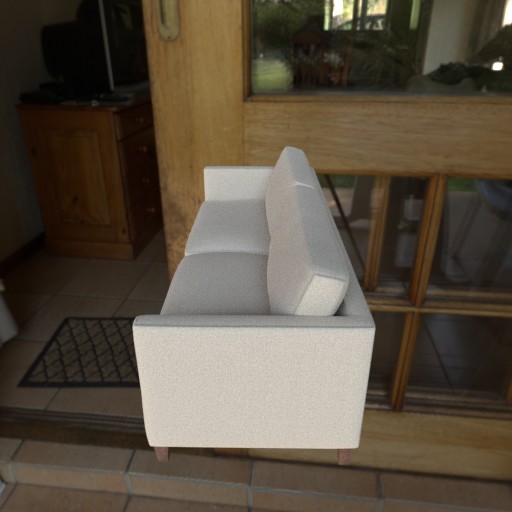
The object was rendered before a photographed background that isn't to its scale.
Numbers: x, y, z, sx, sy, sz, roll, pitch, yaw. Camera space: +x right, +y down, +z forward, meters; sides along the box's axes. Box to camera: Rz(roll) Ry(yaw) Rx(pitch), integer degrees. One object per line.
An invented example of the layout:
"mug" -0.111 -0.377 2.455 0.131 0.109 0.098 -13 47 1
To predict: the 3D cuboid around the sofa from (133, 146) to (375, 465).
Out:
"sofa" 0.000 0.000 2.810 0.951 0.968 2.361 0 26 1
